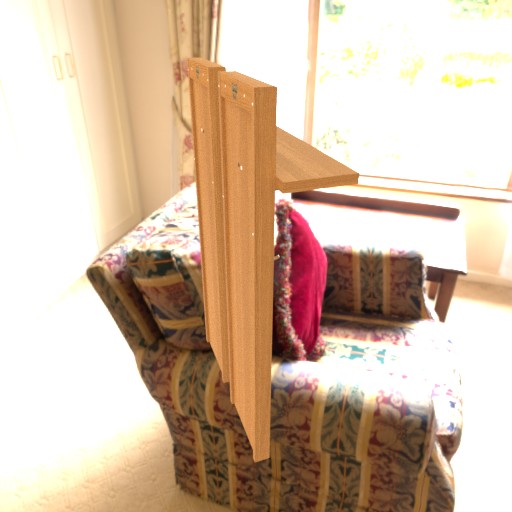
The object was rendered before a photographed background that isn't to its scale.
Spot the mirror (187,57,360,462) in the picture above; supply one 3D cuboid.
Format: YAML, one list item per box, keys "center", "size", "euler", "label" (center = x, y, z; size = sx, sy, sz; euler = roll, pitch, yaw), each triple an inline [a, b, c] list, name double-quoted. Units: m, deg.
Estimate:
- center: [0.000, 0.000, 1.589]
  size: [0.260, 1.250, 0.800]
  euler: [-10, 31, -17]
  label: "mirror"
